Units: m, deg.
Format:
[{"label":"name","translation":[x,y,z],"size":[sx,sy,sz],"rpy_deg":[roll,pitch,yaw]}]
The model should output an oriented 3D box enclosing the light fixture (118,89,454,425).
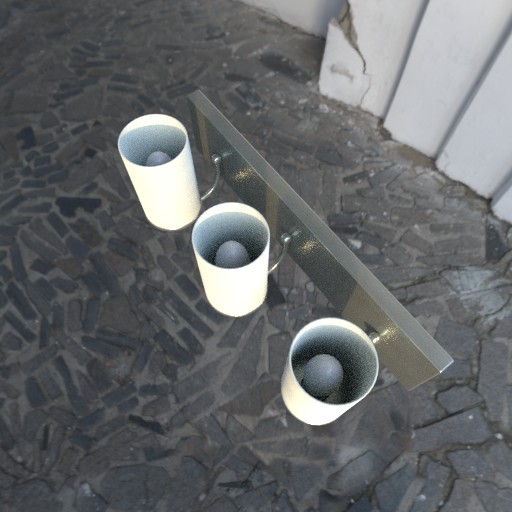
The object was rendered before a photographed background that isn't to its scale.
[{"label":"light fixture","translation":[0.000,0.000,0.534],"size":[0.145,0.172,0.451],"rpy_deg":[-34,68,-15]}]
